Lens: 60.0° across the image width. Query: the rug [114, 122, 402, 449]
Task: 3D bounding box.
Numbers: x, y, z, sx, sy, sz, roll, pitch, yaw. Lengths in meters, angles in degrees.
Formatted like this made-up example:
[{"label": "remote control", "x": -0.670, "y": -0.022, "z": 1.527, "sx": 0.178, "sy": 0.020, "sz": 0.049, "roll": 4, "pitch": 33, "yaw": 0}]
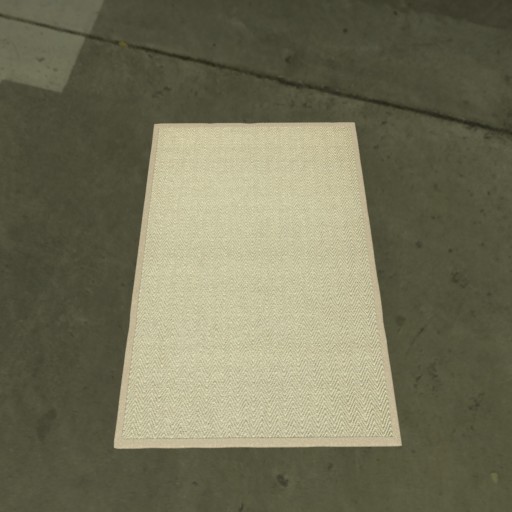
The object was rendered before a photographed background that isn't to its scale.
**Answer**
[{"label": "rug", "x": 0.000, "y": 0.000, "z": 2.881, "sx": 1.540, "sy": 0.021, "sz": 2.290, "roll": 0, "pitch": 63, "yaw": 0}]
